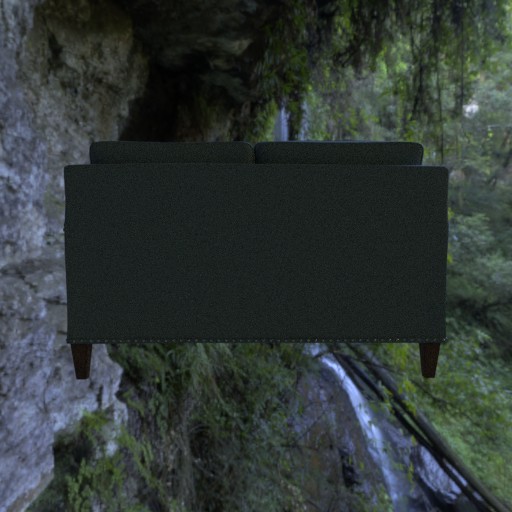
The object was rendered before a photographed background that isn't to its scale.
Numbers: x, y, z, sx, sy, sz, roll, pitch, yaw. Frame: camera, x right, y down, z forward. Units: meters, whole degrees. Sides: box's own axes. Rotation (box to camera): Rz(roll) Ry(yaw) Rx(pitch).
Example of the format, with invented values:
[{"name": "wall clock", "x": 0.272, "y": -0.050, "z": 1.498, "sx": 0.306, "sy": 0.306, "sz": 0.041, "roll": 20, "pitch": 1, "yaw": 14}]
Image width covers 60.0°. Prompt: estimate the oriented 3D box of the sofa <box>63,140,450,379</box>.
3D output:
[{"name": "sofa", "x": 0.000, "y": 0.000, "z": 2.248, "sx": 1.597, "sy": 1.003, "sz": 1.084, "roll": 0, "pitch": 1, "yaw": -1}]
